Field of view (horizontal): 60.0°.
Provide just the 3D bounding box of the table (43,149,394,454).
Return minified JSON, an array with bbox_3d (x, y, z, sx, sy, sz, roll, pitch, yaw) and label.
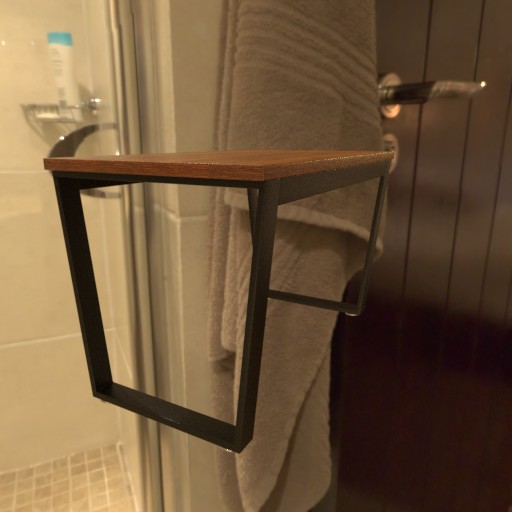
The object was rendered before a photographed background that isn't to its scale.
[{"bbox_3d":[0.000,0.000,1.695,0.714,0.760,1.205,8,17,28],"label":"table"}]
